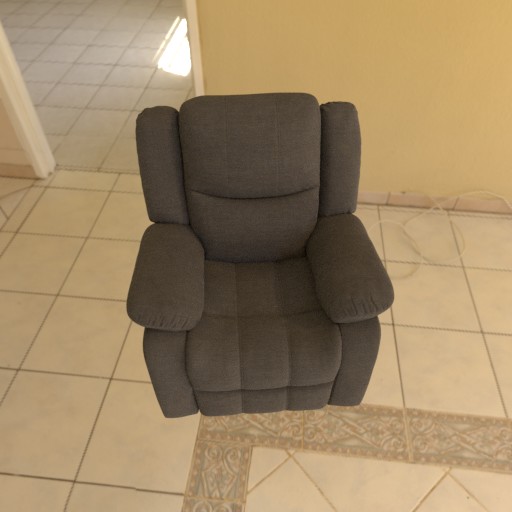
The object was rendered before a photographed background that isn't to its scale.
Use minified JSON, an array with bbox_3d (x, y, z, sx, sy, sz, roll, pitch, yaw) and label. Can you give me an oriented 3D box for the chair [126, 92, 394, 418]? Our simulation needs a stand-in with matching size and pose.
[{"bbox_3d":[0.000,0.000,1.750,0.899,1.008,0.944,-3,47,-3],"label":"chair"}]
